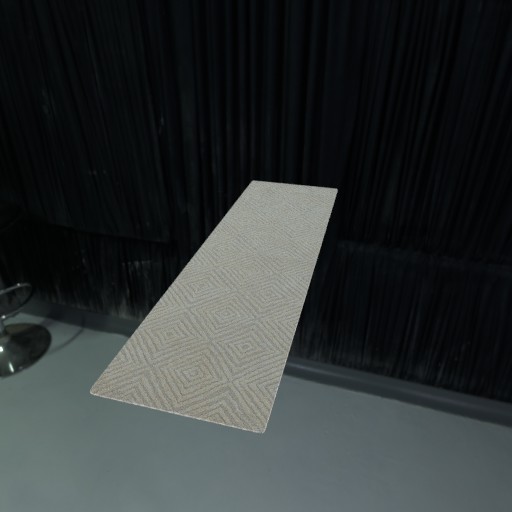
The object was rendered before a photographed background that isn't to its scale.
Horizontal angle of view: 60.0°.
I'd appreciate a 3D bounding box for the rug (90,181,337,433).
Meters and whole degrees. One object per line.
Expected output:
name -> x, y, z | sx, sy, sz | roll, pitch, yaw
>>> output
rug -> 0.000, 0.000, 2.521 | 0.676, 0.008, 2.277 | 8, 31, 13
